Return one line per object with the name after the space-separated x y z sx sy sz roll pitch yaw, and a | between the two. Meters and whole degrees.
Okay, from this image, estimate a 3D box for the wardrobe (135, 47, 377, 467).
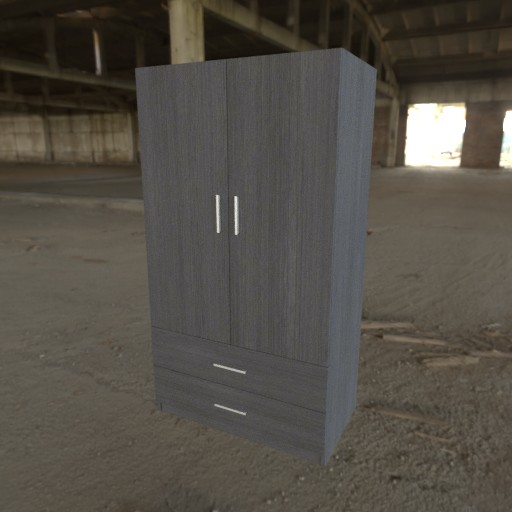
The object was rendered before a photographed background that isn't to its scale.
0.000 0.000 2.294 0.991 1.808 0.577 7 16 27 | wardrobe
